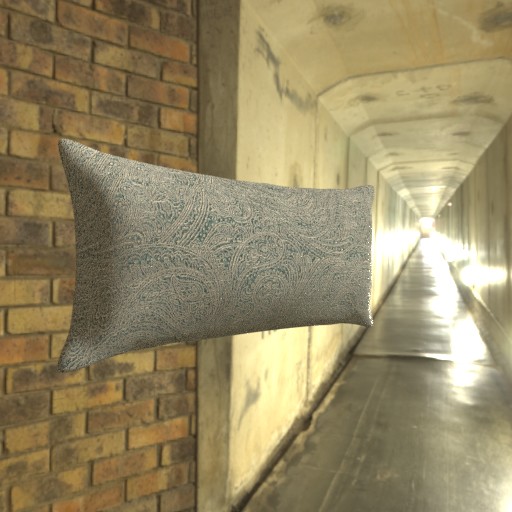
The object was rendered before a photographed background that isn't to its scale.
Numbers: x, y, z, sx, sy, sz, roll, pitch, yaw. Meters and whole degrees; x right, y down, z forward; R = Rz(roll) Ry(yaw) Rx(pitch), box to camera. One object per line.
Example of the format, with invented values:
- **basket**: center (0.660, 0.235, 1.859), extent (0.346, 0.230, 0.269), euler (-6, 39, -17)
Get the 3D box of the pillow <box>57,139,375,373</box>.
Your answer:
- **pillow**: center (0.000, 0.000, 0.736), extent (0.615, 0.295, 0.151), euler (0, 0, -37)
